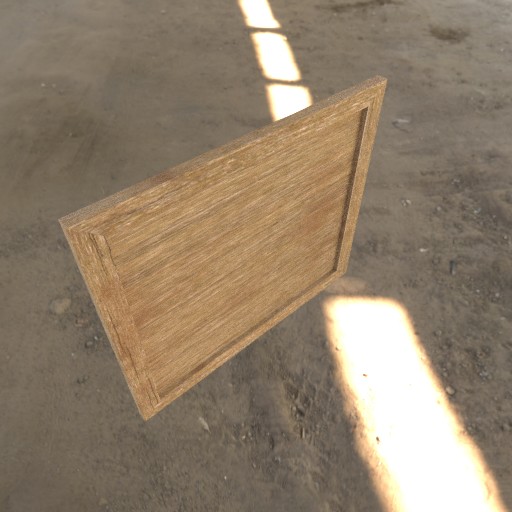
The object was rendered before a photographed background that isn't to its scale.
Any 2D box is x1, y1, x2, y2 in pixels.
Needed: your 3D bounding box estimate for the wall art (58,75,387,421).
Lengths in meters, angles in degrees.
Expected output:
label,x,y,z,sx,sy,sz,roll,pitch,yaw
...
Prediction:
label,x,y,z,sx,sy,sz,roll,pitch,yaw
wall art,0.000,0.000,0.961,0.690,0.588,0.026,-32,54,-27
